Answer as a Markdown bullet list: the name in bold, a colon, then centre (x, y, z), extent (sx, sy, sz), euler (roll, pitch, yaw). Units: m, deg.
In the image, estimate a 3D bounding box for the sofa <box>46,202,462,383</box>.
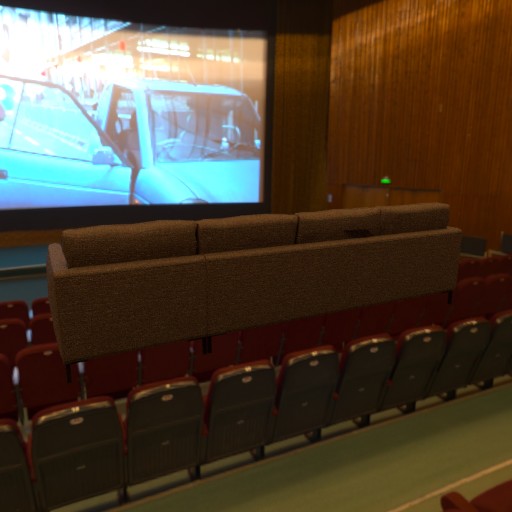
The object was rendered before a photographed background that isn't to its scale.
- **sofa**: centre (0.000, 0.000, 3.750), extent (3.221, 0.892, 1.483), euler (-6, 15, -25)
